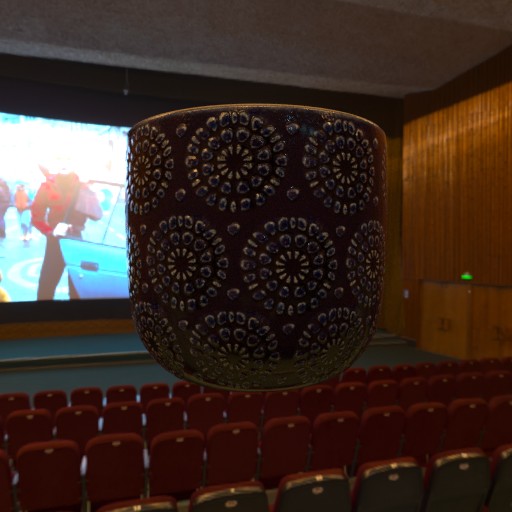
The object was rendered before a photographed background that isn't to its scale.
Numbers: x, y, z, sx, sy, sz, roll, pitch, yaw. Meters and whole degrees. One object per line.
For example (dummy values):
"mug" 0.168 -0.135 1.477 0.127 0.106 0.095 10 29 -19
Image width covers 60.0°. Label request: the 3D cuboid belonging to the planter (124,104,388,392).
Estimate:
"planter" 0.000 0.000 0.292 0.165 0.149 0.165 0 1 0
